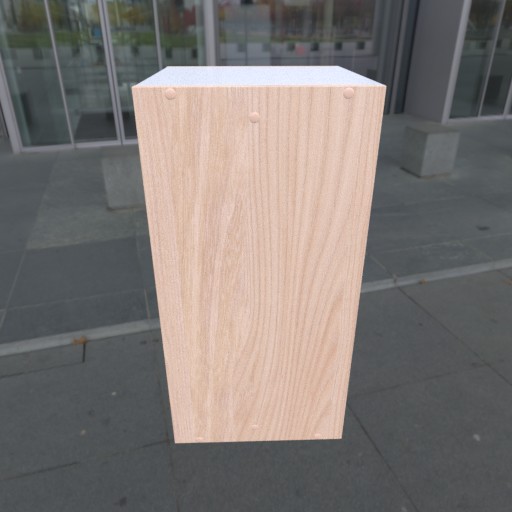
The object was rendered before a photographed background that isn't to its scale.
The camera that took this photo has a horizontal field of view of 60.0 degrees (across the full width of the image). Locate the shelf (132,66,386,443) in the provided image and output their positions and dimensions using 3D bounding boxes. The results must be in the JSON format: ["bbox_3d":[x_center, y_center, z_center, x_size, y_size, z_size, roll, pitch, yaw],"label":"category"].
[{"bbox_3d":[0.000,0.000,0.780,0.297,0.594,0.290,-1,28,-2],"label":"shelf"}]
